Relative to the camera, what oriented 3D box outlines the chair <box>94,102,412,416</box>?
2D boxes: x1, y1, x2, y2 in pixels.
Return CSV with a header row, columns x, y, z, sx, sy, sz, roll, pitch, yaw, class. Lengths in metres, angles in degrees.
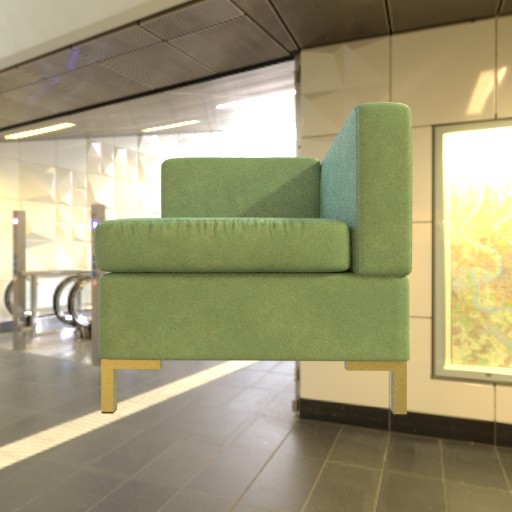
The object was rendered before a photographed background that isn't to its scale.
x,y,z,sx,sy,sz,roll,pitch,yaw,class
0.000,0.000,1.227,0.680,0.660,0.680,0,0,1,chair
